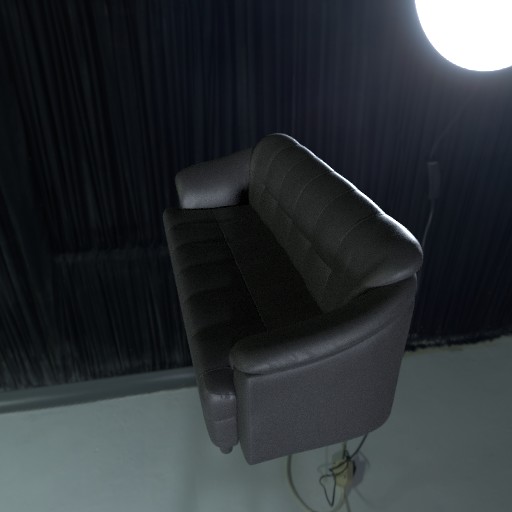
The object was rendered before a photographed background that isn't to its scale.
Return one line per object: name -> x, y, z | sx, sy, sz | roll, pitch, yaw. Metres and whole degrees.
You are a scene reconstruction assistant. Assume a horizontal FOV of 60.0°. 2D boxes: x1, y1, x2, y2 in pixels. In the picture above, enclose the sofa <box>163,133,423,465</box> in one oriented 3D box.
sofa -> 0.000, 0.000, 2.192 | 0.800, 0.811, 1.829 | -8, 31, -13
